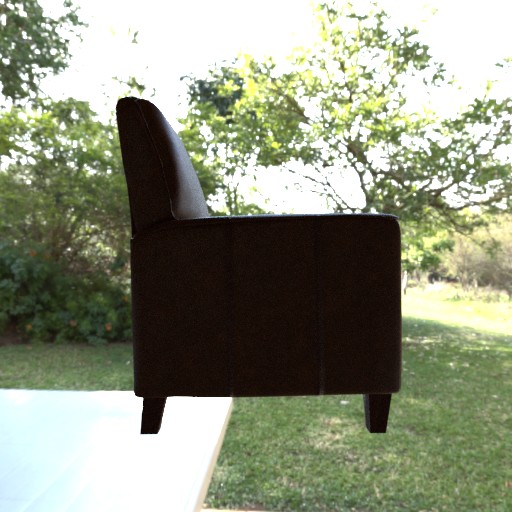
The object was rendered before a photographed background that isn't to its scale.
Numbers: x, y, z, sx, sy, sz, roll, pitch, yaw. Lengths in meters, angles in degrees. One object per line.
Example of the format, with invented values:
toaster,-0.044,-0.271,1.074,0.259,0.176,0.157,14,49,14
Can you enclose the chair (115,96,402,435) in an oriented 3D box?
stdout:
chair,0.000,0.000,1.623,0.850,1.010,0.839,0,0,-1
